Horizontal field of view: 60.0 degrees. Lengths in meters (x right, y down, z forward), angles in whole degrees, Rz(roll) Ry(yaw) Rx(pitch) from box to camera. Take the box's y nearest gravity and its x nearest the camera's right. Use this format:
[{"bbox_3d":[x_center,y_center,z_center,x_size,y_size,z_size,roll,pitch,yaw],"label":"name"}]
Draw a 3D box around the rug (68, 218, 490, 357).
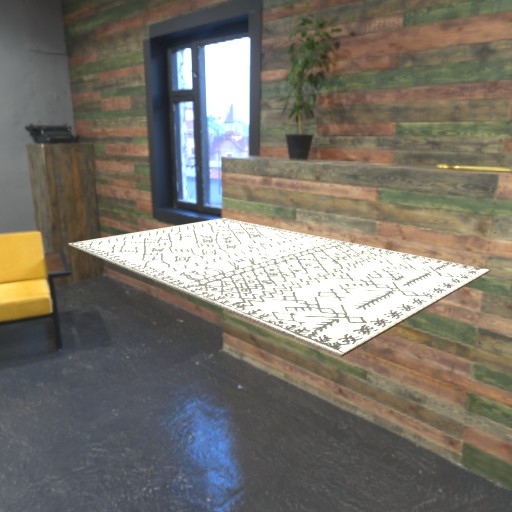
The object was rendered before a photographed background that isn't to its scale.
[{"bbox_3d":[0.000,0.000,2.975,1.526,0.012,2.444,-14,21,-43],"label":"rug"}]
